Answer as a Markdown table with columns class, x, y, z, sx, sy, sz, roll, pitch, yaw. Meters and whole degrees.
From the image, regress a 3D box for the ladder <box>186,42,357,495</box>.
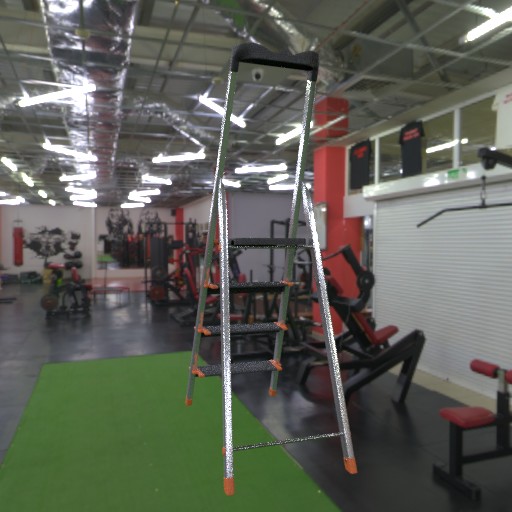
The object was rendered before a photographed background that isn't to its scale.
| class | x | y | z | sx | sy | sz | roll | pitch | yaw |
| --- | --- | --- | --- | --- | --- | --- | --- | --- | --- |
| ladder | 0.000 | 0.000 | 1.787 | 0.452 | 1.429 | 0.834 | 0 | 1 | -18 |
